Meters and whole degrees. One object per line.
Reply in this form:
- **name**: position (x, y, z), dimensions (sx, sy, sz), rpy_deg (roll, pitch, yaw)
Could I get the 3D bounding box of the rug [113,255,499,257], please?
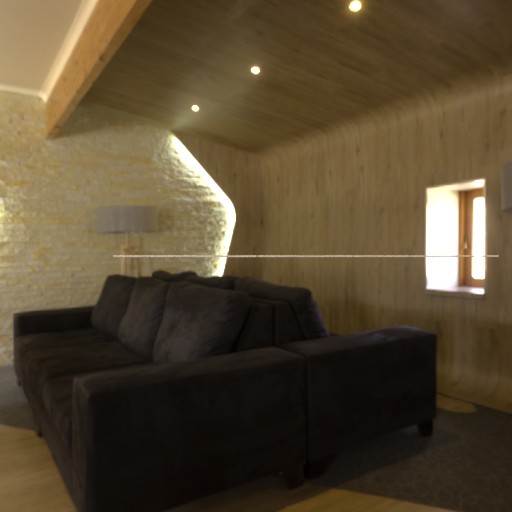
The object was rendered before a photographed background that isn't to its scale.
- **rug**: position (0.000, 0.000, 4.048), dimensions (2.451, 0.011, 3.072), rpy_deg (0, 0, -17)
